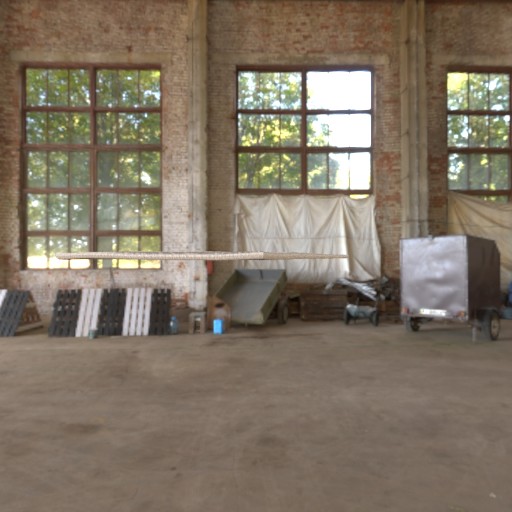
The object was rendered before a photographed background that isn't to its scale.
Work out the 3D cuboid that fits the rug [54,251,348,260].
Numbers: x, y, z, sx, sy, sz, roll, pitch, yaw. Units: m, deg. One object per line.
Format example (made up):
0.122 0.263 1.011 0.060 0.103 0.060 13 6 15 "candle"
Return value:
0.000 0.000 2.666 0.832 0.035 2.381 0 0 18 "rug"
